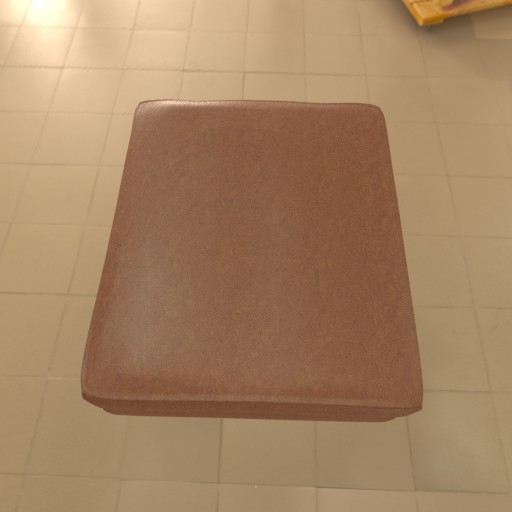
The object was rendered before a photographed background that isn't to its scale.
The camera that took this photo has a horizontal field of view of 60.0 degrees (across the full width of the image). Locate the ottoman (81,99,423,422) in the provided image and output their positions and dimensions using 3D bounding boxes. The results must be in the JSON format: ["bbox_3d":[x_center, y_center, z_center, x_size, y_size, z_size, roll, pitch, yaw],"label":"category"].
[{"bbox_3d":[0.000,0.000,1.413,0.836,0.472,0.987,1,63,1],"label":"ottoman"}]
